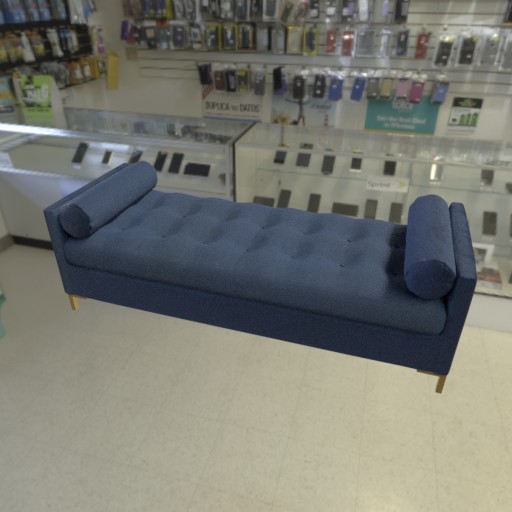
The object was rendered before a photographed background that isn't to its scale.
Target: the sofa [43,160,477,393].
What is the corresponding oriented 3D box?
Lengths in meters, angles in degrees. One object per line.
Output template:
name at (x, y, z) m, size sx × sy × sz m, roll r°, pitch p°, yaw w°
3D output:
sofa at (0.000, 0.000, 2.466) m, size 2.102 × 0.705 × 0.796 m, roll 10°, pitch 32°, yaw 15°
